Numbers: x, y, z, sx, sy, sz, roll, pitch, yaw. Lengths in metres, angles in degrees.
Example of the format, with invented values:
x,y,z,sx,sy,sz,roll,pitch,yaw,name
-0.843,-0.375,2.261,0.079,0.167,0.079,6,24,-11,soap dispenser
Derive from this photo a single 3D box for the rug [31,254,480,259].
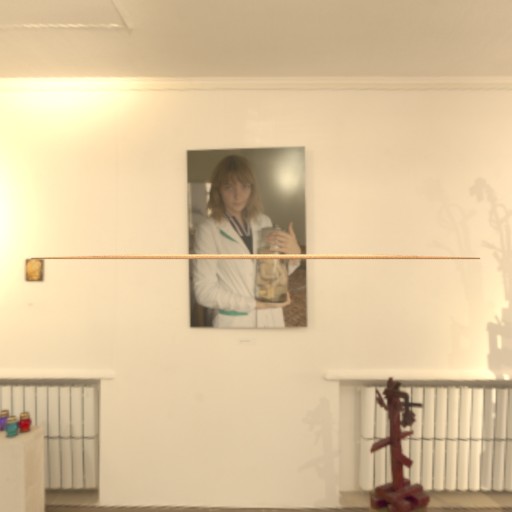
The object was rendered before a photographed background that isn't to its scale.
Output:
x,y,z,sx,sy,sz,roll,pitch,yaw,name
0.000,0.000,4.224,3.048,0.014,2.438,0,1,0,rug
